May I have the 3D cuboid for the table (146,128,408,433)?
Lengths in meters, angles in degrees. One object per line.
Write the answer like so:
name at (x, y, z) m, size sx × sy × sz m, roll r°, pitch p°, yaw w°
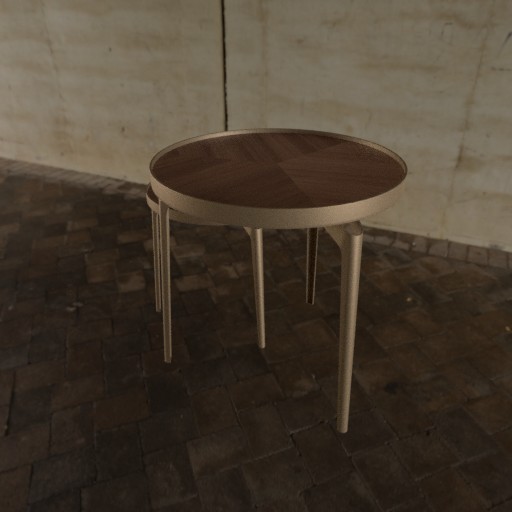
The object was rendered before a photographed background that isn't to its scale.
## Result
table at (0.000, 0.000, 1.138) m, size 0.532 × 0.555 × 0.751 m, roll -18°, pitch 34°, yaw -28°
